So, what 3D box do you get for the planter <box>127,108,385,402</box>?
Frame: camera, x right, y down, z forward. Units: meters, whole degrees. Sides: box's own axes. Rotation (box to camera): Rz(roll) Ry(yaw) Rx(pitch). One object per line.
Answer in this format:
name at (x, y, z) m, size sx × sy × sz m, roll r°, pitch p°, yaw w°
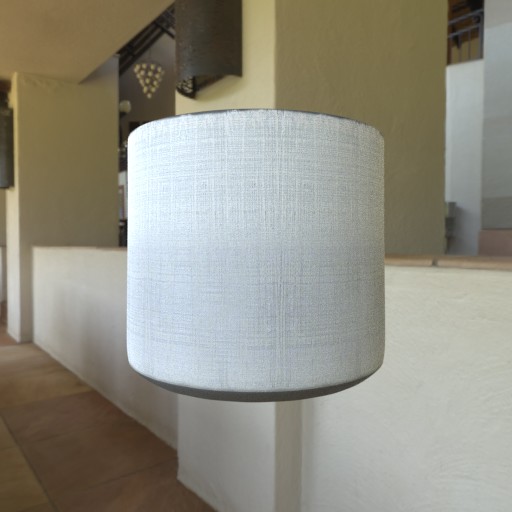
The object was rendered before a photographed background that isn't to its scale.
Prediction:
planter at (0.000, 0.000, 0.402) m, size 0.226 × 0.201 × 0.226 m, roll 0°, pitch 2°, yaw 0°
